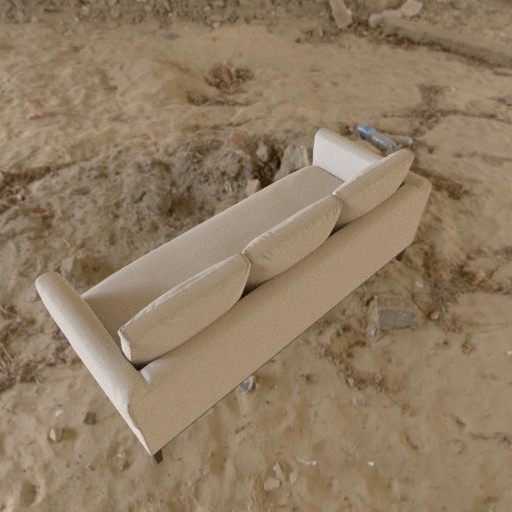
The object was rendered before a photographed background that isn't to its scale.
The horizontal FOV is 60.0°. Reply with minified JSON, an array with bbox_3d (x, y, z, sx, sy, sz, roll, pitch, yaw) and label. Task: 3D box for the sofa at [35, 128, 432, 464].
[{"bbox_3d":[0.000,0.000,2.636,2.198,0.911,0.902,-33,55,-28],"label":"sofa"}]
